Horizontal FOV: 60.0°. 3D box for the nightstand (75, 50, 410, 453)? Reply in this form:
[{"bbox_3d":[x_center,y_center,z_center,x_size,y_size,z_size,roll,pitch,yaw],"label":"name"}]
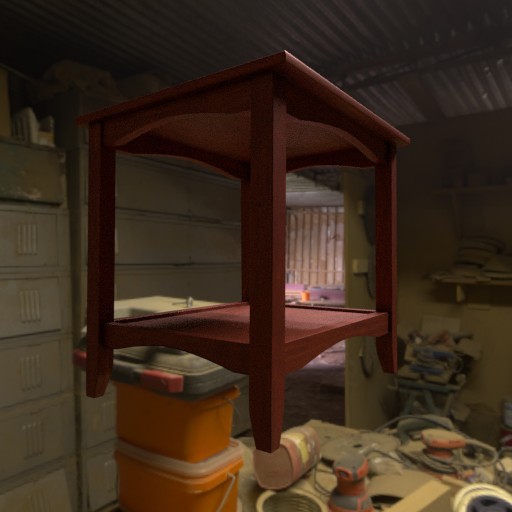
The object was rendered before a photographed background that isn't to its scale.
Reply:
[{"bbox_3d":[0.000,0.000,0.973,0.501,0.558,0.558,0,0,36],"label":"nightstand"}]
